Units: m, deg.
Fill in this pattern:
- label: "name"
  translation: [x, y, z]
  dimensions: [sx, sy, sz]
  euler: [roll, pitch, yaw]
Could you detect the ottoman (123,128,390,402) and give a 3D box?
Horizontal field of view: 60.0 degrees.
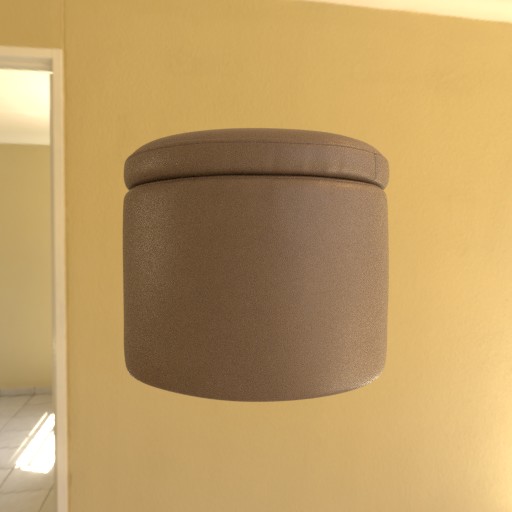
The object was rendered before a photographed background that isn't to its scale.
- label: "ottoman"
  translation: [0.000, 0.000, 0.868]
  dimensions: [0.500, 0.409, 0.500]
  euler: [0, 1, 0]
